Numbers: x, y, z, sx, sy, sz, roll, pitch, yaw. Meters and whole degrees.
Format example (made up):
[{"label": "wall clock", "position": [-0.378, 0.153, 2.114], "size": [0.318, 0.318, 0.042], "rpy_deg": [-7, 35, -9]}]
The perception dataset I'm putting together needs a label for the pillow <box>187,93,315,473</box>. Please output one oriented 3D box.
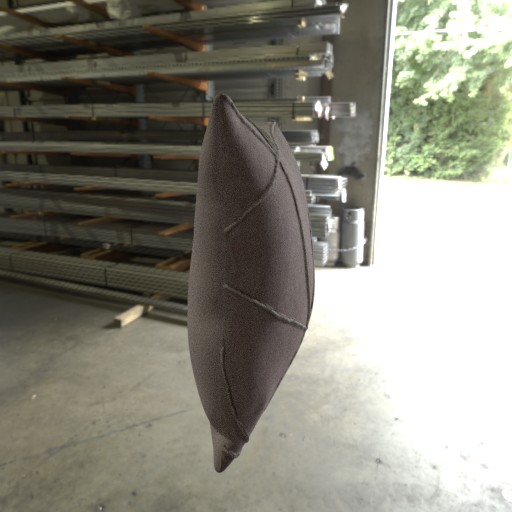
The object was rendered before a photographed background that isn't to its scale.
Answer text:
[{"label": "pillow", "position": [0.000, 0.000, 0.691], "size": [0.185, 0.440, 0.439], "rpy_deg": [2, 15, 9]}]
